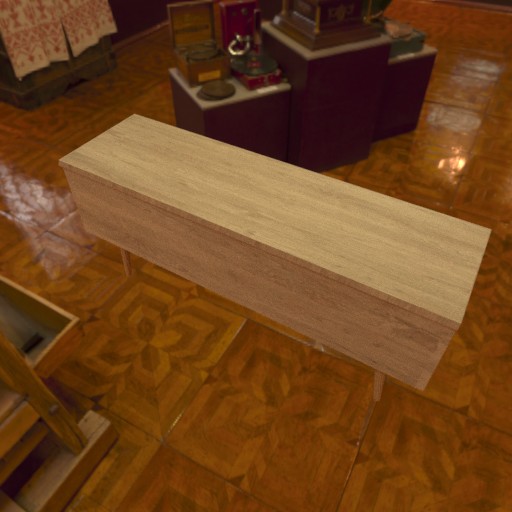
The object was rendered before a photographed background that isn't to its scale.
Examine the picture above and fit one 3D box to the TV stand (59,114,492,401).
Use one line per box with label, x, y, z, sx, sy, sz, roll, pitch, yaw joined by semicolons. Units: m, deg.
TV stand;0.000;0.000;1.561;1.313;0.565;0.401;23;49;21
